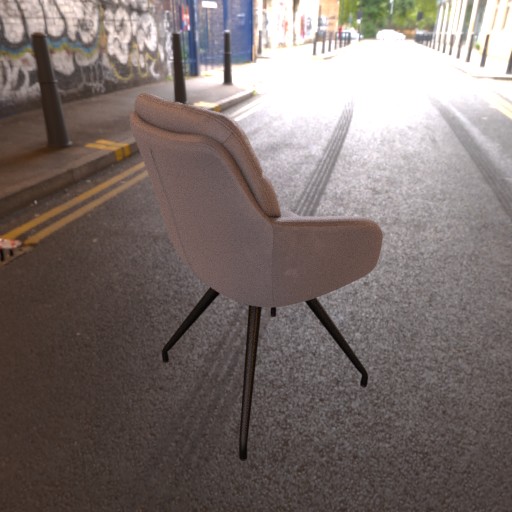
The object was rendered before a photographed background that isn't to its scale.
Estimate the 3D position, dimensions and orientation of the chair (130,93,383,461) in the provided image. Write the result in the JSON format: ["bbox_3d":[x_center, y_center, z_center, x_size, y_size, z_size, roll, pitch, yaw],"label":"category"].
[{"bbox_3d":[0.000,0.000,1.269,0.569,0.888,0.579,-18,32,-31],"label":"chair"}]
